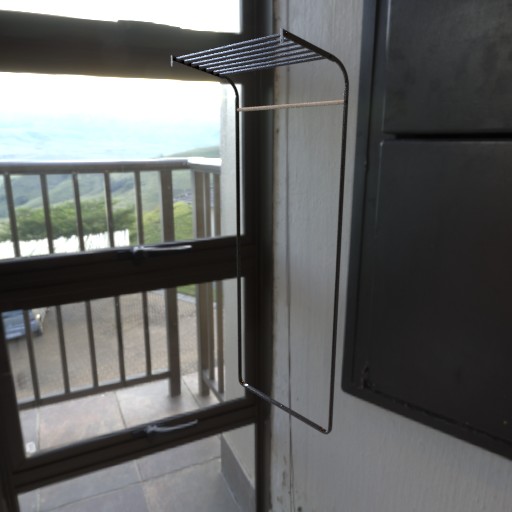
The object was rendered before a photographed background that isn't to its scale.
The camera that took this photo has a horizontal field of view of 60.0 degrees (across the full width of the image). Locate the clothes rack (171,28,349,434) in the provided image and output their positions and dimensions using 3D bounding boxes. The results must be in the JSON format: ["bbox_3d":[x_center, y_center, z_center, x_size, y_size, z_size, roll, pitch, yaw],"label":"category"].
[{"bbox_3d":[0.000,0.000,1.842,0.349,1.574,0.609,-13,20,-42],"label":"clothes rack"}]
